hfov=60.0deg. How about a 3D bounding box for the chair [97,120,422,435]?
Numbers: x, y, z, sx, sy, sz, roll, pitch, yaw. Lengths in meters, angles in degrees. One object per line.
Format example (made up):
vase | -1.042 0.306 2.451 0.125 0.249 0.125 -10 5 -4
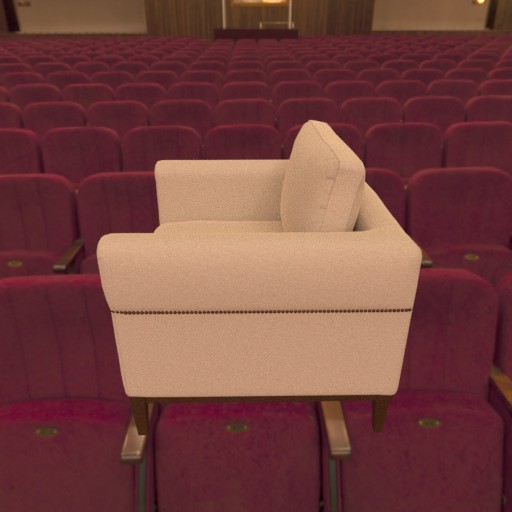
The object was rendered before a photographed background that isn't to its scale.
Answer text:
chair | 0.000 0.000 1.714 0.896 0.915 0.982 0 26 -1
